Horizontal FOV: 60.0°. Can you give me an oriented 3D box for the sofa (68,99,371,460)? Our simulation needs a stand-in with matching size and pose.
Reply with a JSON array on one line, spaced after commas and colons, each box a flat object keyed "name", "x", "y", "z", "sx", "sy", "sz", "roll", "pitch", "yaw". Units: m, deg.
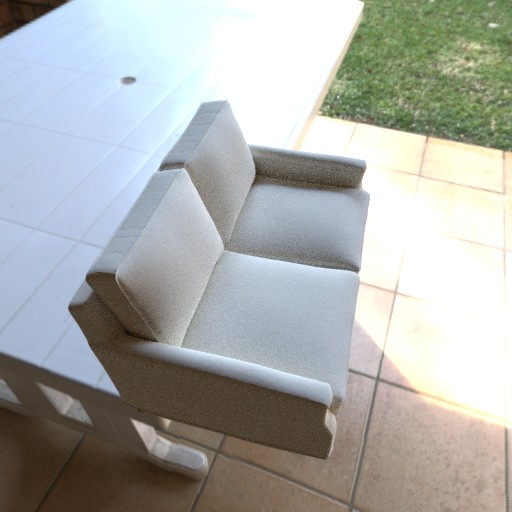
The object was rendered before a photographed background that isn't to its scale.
[{"name": "sofa", "x": 0.000, "y": 0.000, "z": 2.291, "sx": 1.084, "sy": 1.003, "sz": 1.597, "roll": 11, "pitch": 48, "yaw": 10}]
